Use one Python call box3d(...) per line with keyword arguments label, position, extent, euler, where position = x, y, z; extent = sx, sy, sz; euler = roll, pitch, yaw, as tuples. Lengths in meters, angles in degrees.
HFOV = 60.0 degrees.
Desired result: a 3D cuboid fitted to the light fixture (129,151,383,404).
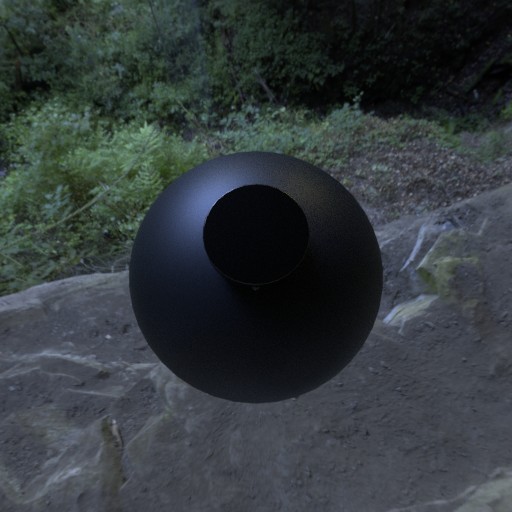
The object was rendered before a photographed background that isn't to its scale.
box3d(label="light fixture", position=(0.000, 0.000, 0.550), extent=(0.355, 0.177, 0.355), euler=(0, 74, 0))
